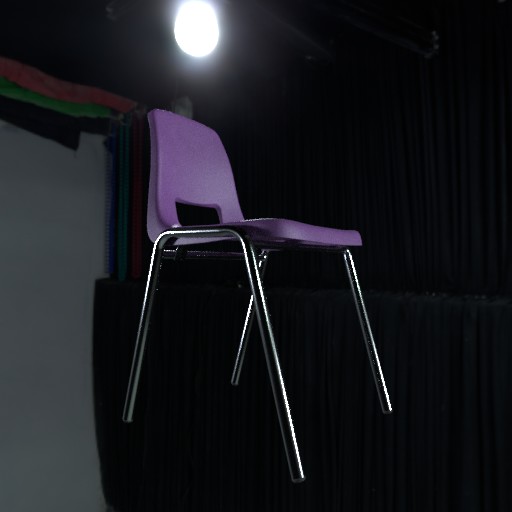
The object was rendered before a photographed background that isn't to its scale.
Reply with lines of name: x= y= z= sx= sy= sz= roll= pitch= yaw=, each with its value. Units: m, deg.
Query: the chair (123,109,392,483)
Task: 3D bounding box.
chair: x=0.000 y=0.000 z=0.903 sx=0.432 sy=0.654 sz=0.381 roll=-1 pitch=-2 yaw=36
